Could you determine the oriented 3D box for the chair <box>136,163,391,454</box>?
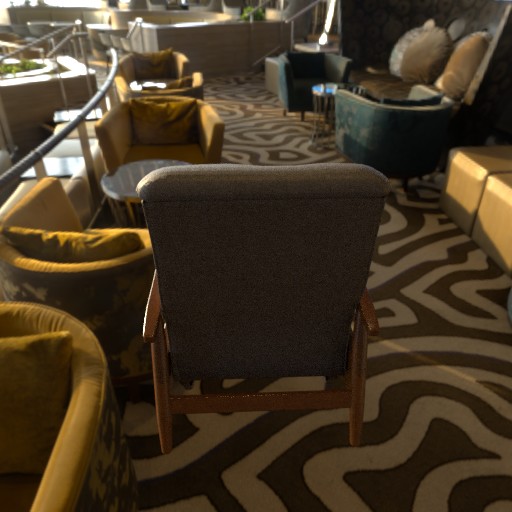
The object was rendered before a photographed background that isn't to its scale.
[{"bbox_3d":[0.000,0.000,1.764,0.762,1.081,1.014,-1,32,-2],"label":"chair"}]
